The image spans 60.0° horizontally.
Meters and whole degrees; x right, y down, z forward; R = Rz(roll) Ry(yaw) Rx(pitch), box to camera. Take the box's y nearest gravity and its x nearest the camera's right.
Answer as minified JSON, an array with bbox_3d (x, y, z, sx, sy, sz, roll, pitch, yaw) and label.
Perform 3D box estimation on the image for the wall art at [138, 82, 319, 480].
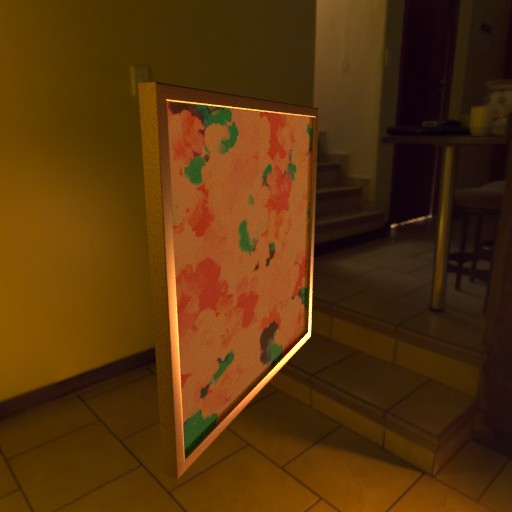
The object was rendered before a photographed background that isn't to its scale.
[{"bbox_3d":[0.000,0.000,1.146,0.036,0.765,0.767,8,17,27],"label":"wall art"}]
